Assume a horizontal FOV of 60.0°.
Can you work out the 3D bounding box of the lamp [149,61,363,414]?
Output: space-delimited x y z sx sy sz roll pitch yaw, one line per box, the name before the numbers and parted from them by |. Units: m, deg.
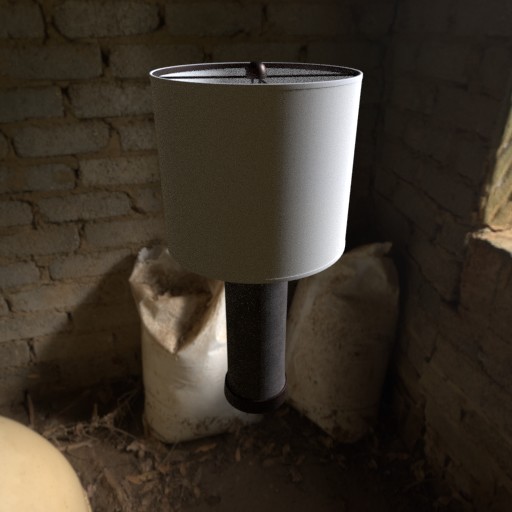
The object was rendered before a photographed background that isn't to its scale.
lamp | 0.000 0.000 0.779 0.301 0.630 0.301 19 33 32
